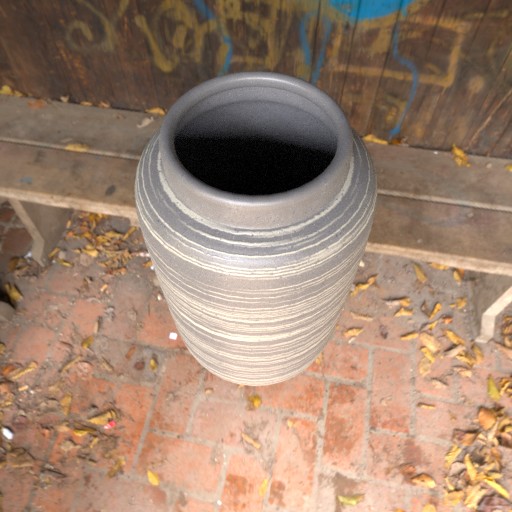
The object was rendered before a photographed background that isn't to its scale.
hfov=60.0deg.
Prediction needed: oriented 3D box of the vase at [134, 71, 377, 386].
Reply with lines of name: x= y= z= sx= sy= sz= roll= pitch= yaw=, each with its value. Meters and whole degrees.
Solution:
vase: x=0.000 y=0.000 z=0.674 sx=0.297 sy=0.499 sz=0.297 roll=0 pitch=58 yaw=0
